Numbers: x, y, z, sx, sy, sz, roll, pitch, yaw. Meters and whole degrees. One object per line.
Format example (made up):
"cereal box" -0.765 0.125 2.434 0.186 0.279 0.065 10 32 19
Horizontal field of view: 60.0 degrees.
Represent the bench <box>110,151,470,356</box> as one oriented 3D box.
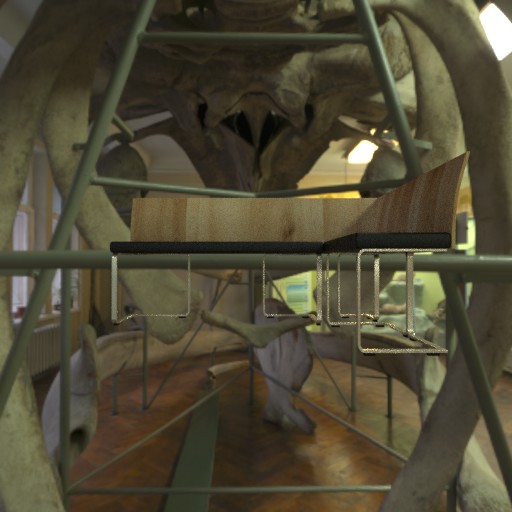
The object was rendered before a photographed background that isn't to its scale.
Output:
"bench" 0.000 0.000 2.754 1.945 0.930 1.495 0 -1 0
